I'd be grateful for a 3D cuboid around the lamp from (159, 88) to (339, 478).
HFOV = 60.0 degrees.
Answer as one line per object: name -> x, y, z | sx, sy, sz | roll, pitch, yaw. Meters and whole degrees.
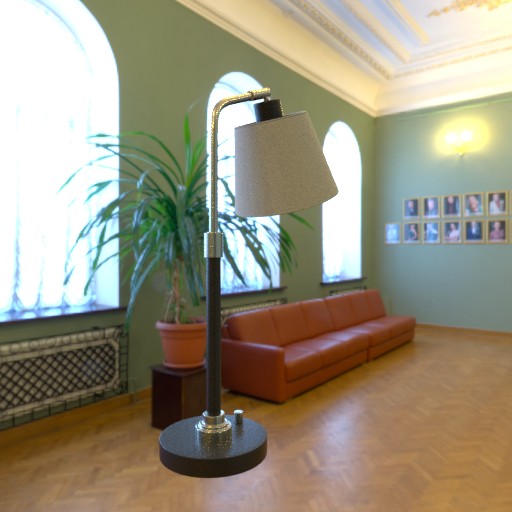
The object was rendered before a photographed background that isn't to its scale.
lamp -> 0.000, 0.000, 0.691 | 0.181, 0.539, 0.348 | 0, 1, 36
